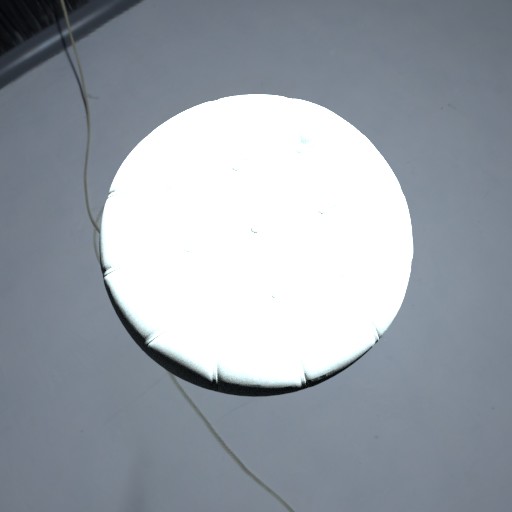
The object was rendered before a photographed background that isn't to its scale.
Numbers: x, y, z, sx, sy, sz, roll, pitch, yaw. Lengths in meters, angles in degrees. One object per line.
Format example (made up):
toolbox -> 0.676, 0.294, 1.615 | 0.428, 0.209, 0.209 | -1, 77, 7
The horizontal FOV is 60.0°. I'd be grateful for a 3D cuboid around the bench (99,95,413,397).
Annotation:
bench -> 0.000, 0.000, 1.012 | 0.600, 0.453, 0.600 | 0, 75, 0
